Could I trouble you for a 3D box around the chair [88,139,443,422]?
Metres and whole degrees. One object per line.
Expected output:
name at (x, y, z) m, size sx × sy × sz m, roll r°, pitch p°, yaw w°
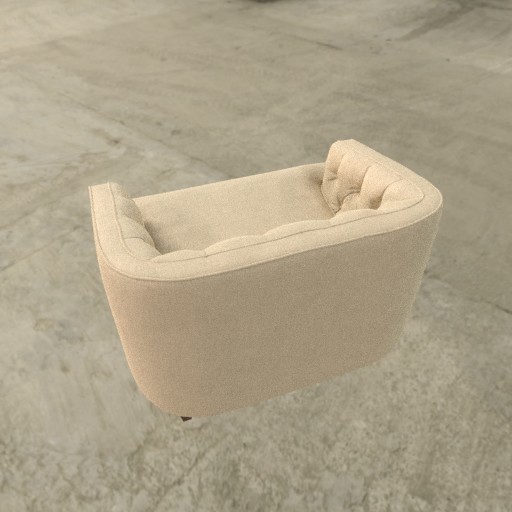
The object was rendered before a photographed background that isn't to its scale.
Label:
chair at (0.000, 0.000, 1.725) m, size 1.118 × 0.787 × 0.914 m, roll -14°, pitch 43°, yaw -15°
